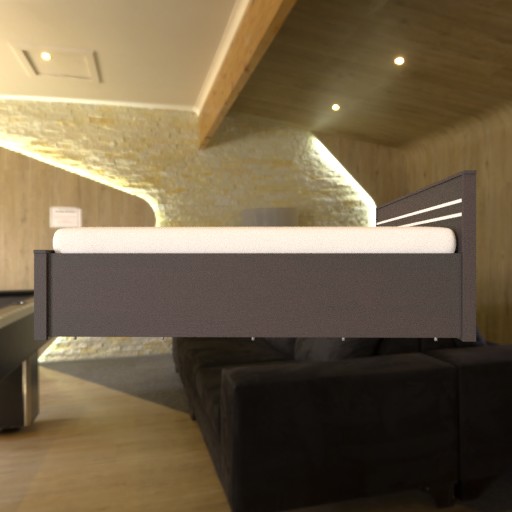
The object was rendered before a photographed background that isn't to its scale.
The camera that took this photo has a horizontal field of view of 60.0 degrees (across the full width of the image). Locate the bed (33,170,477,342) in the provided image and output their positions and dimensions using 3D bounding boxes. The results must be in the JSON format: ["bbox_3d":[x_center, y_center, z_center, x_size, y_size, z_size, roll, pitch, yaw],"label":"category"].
[{"bbox_3d":[0.000,0.000,2.919,2.103,0.808,1.634,0,0,1],"label":"bed"}]
